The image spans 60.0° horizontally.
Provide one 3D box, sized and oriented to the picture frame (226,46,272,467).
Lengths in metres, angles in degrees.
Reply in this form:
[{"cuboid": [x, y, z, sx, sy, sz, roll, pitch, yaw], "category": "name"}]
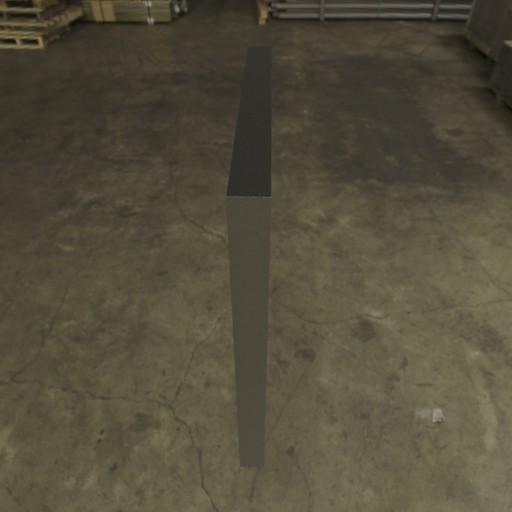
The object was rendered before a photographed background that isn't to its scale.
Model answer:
[{"cuboid": [0.000, 0.000, 1.346, 0.073, 0.968, 0.839, 1, 41, 1], "category": "picture frame"}]
